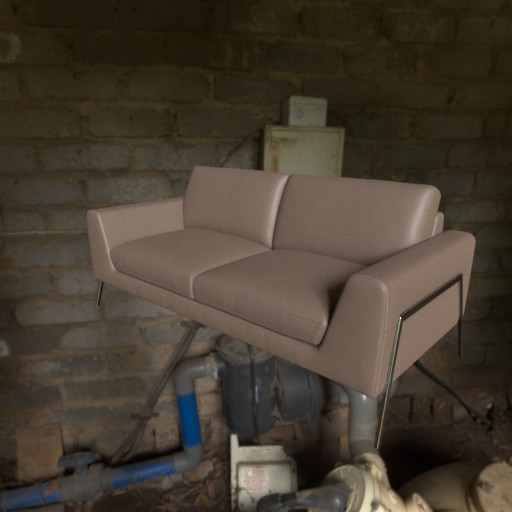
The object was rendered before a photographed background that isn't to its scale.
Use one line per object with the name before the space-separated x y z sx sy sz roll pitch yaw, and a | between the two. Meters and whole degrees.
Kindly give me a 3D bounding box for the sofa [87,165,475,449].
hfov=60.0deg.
sofa | 0.000 0.000 2.467 2.017 0.875 0.953 14 21 40
